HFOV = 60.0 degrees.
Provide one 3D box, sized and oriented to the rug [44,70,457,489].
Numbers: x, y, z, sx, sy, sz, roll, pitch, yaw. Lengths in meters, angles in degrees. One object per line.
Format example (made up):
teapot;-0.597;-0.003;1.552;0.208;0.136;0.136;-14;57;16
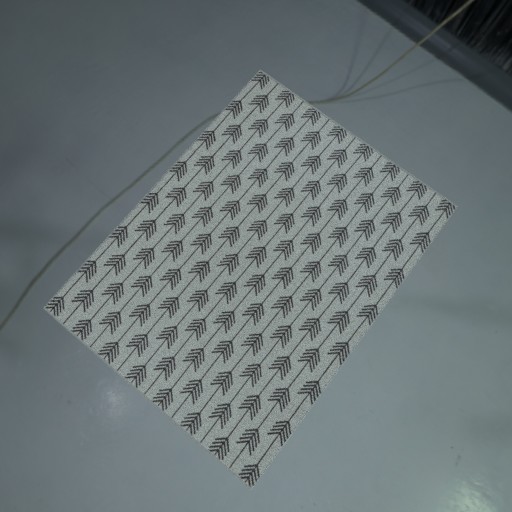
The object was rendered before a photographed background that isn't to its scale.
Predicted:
rug;0.000;0.000;3.986;2.330;0.010;3.061;38;79;9
